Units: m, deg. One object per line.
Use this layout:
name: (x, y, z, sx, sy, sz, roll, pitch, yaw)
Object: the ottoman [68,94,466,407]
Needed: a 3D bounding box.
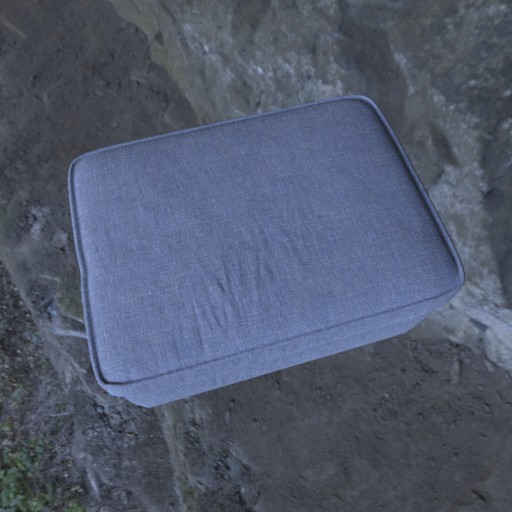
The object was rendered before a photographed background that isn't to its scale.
ottoman: (0.000, 0.000, 1.107, 0.762, 0.457, 0.559, -15, 65, -7)
